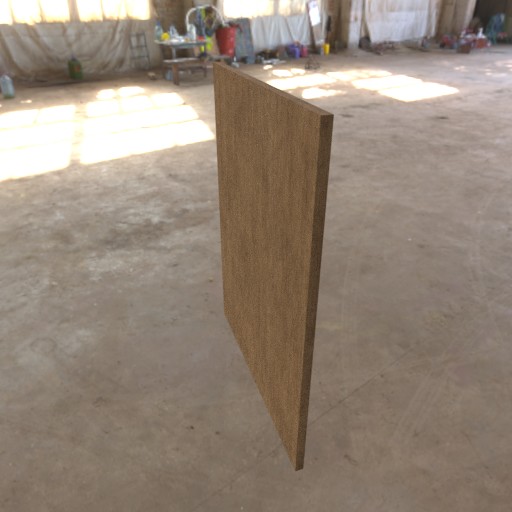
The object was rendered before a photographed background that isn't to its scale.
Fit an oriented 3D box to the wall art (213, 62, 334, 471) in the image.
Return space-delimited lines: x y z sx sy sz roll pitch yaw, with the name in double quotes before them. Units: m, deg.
"wall art" 0.000 0.000 0.922 0.018 0.686 0.534 -10 32 -16
